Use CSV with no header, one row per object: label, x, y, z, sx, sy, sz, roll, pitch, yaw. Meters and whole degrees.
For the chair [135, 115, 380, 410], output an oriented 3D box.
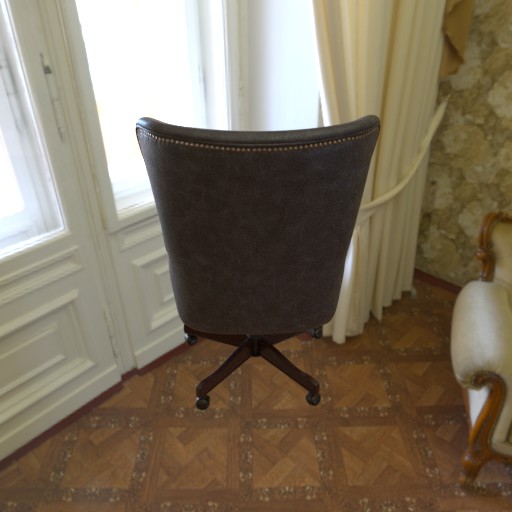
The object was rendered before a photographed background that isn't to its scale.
chair,0.000,0.000,1.477,0.594,1.037,0.717,-1,32,-2
